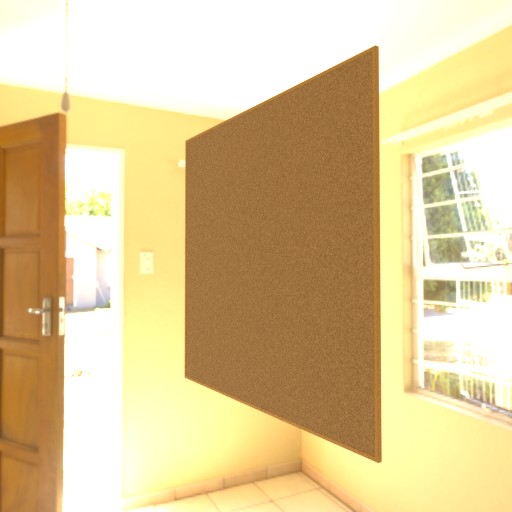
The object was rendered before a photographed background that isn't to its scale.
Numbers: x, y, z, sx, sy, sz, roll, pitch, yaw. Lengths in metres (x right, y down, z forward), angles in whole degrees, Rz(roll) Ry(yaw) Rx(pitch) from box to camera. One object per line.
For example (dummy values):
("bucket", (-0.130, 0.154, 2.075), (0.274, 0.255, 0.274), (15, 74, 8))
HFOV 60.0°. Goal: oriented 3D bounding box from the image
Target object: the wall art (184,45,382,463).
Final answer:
("wall art", (0.000, 0.000, 1.409), (0.013, 0.959, 0.962), (1, -2, -36))
